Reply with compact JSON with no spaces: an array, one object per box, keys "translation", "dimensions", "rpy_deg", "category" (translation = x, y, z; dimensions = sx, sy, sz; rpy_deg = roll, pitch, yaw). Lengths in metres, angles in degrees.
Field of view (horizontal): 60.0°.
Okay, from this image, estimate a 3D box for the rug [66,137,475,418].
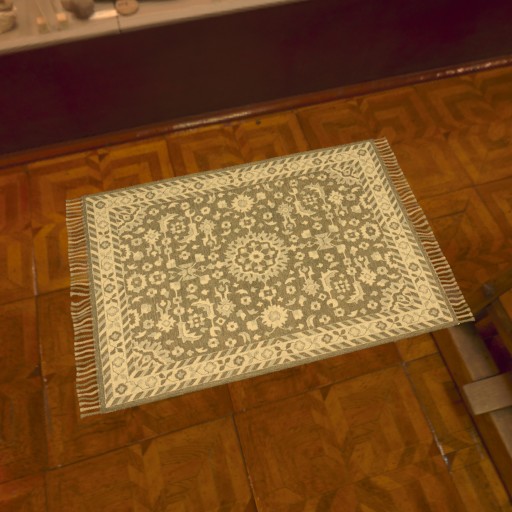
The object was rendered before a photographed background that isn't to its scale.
[{"translation":[0.000,0.000,2.948],"dimensions":[2.431,0.025,1.530],"rpy_deg":[-12,64,-6],"category":"rug"}]
